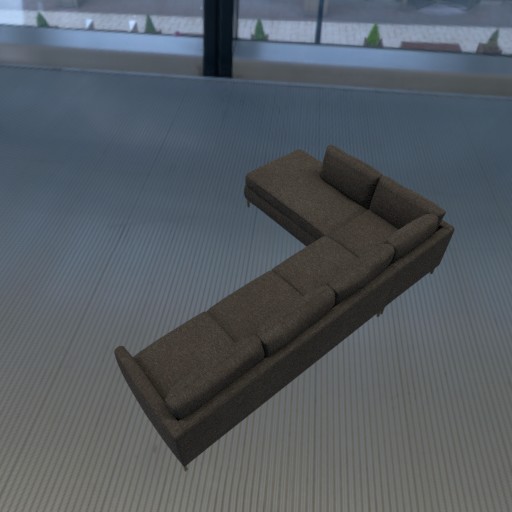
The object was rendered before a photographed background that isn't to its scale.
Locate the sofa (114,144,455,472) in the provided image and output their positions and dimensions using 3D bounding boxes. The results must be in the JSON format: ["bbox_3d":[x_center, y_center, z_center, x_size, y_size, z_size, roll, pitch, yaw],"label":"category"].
[{"bbox_3d":[0.000,0.000,3.917,2.949,0.815,2.007,-31,54,-26],"label":"sofa"}]
